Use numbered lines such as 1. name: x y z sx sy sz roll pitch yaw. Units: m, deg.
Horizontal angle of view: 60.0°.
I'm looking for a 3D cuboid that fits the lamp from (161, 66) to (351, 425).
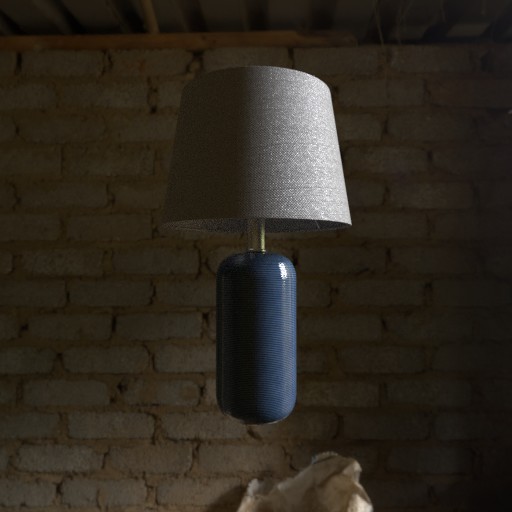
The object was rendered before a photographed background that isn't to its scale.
1. lamp: 0.000 0.000 0.599 0.253 0.428 0.253 0 -1 0
